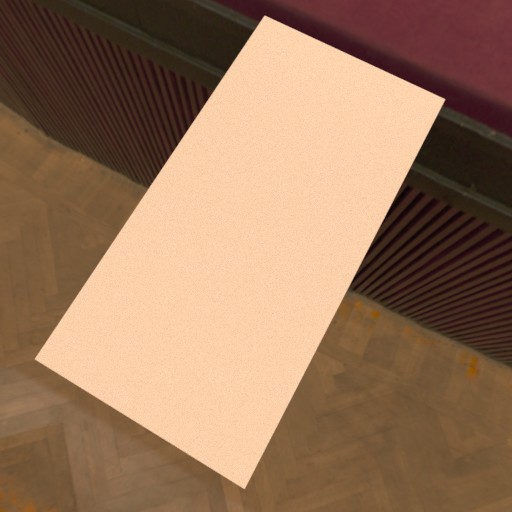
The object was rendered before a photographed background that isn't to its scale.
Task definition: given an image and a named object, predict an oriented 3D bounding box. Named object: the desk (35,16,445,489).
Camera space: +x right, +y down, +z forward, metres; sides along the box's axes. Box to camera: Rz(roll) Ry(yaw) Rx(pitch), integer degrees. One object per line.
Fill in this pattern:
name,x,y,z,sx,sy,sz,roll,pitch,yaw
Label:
desk,0.000,0.000,1.466,0.560,0.730,1.100,28,77,7
